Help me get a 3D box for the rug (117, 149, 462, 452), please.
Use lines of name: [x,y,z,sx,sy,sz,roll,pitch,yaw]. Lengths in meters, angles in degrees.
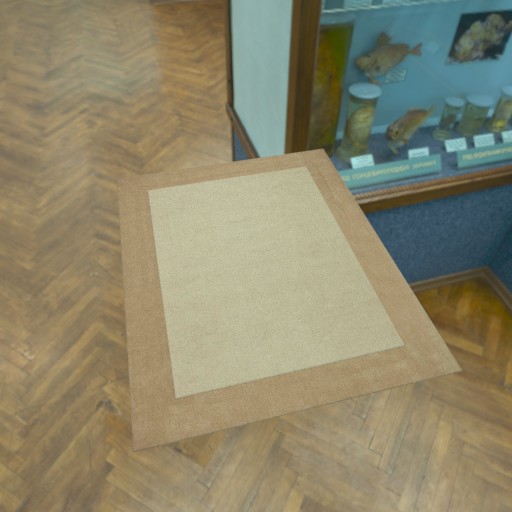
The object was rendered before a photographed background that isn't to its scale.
rug: [0.000,0.000,4.141,2.438,0.014,3.048,-10,48,-10]
